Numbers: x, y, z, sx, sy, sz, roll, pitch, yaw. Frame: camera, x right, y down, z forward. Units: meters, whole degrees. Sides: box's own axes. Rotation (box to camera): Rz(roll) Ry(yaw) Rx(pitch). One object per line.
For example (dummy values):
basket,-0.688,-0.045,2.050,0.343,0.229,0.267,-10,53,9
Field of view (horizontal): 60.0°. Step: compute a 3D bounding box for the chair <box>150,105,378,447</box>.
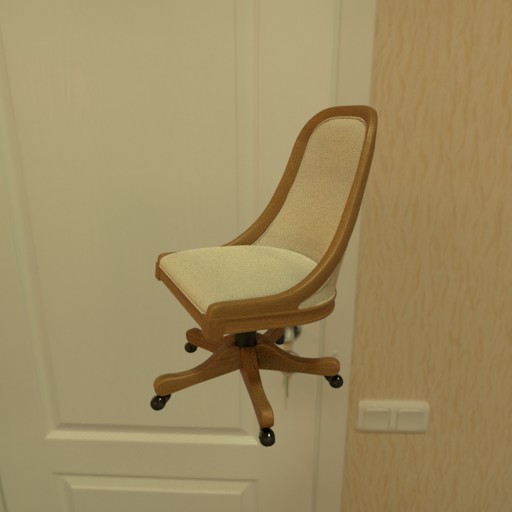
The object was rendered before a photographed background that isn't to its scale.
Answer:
chair,0.000,0.000,1.555,0.811,1.009,0.702,-8,19,-25
